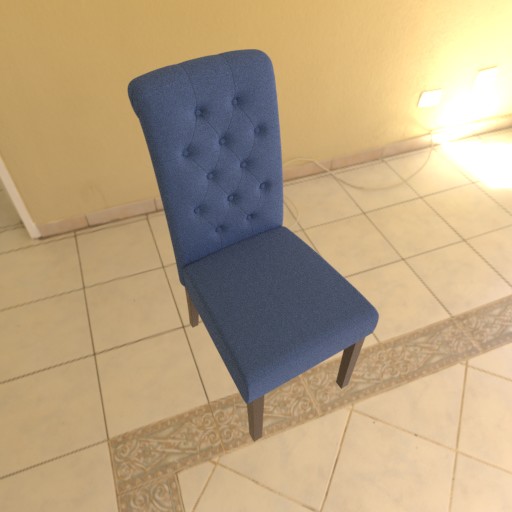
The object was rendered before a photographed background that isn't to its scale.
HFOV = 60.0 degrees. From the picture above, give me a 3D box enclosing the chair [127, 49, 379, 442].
[{"bbox_3d":[0.000,0.000,1.373,0.456,1.006,0.671,-24,51,-21],"label":"chair"}]
